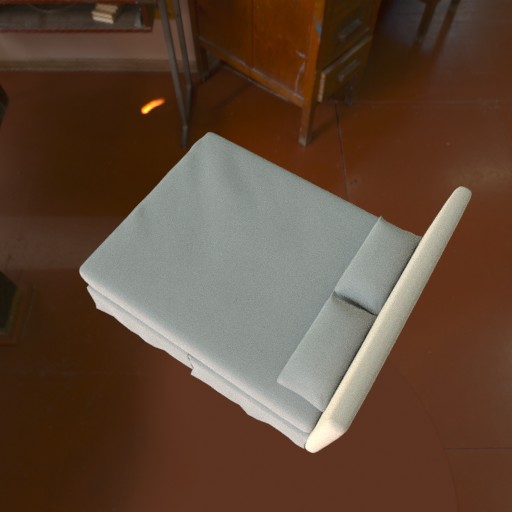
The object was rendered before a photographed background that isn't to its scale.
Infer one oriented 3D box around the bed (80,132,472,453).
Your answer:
[{"bbox_3d":[0.000,0.000,3.235,2.142,1.330,1.748,30,66,15],"label":"bed"}]
